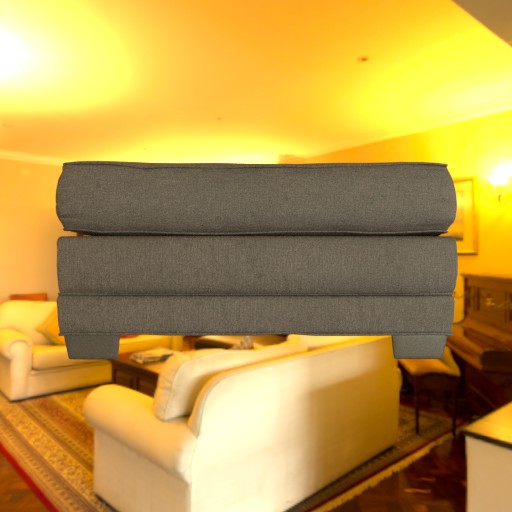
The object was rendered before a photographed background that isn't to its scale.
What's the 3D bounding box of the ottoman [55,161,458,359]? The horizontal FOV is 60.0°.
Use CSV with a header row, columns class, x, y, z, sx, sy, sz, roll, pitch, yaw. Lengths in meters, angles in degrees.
class,x,y,z,sx,sy,sz,roll,pitch,yaw
ottoman,0.000,0.000,1.157,0.864,0.448,0.490,0,-1,0
